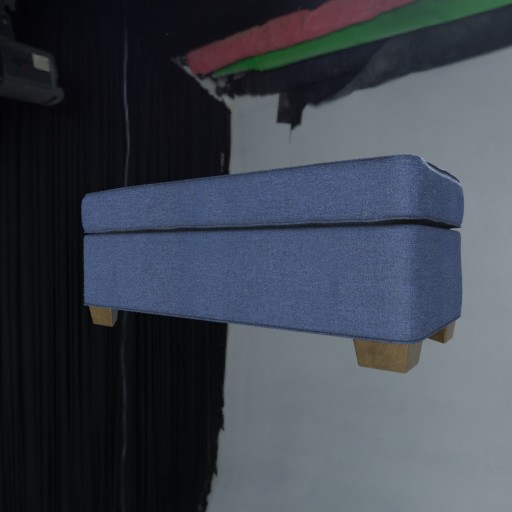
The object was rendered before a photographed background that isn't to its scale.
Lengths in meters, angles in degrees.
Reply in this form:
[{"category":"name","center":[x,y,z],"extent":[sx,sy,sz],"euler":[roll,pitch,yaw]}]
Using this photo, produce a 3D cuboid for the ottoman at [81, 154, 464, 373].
[{"category":"ottoman","center":[0.000,0.000,1.364],"extent":[1.110,0.460,0.515],"euler":[1,1,35]}]
